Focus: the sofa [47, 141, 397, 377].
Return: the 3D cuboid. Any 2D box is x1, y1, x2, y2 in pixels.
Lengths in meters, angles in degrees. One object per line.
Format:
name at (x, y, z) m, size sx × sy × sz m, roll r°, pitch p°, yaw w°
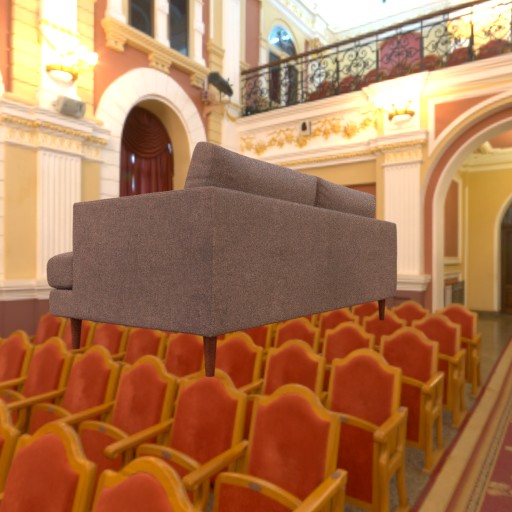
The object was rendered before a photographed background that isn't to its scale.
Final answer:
sofa at (0.000, 0.000, 2.549) m, size 1.020 × 0.868 × 1.948 m, roll 0°, pitch 0°, yaw 35°
